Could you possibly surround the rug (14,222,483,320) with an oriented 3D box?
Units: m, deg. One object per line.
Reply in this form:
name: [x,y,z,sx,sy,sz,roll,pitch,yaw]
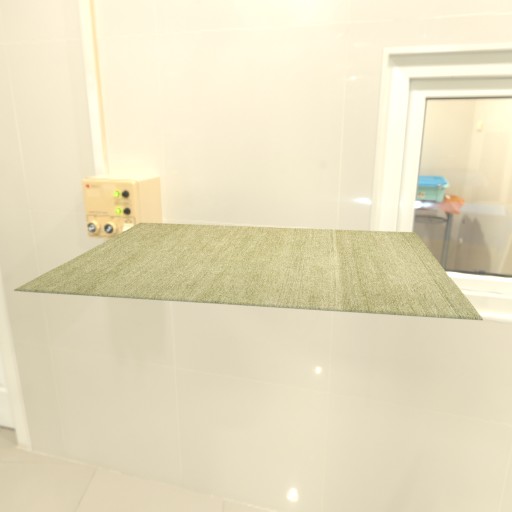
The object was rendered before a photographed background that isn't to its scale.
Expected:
rug: [0.000,0.000,2.866,2.270,0.017,1.606,3,17,9]
